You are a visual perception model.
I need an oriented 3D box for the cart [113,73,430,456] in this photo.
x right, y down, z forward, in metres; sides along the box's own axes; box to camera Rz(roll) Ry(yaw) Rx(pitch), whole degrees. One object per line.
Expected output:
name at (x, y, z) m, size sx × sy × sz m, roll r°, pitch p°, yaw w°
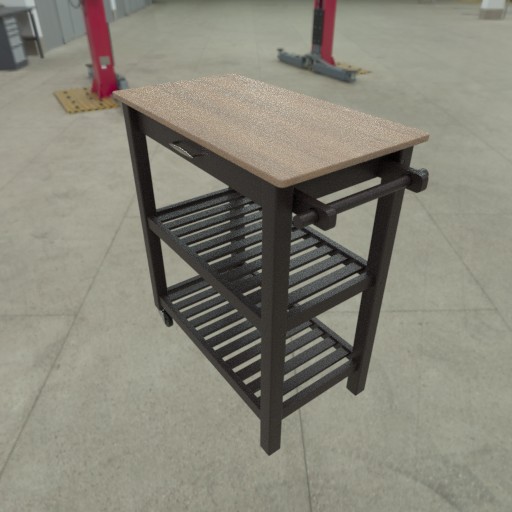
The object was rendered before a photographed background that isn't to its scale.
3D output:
cart at (0.000, 0.000, 1.446) m, size 0.457 × 0.927 × 0.899 m, roll -22°, pitch 40°, yaw -30°
